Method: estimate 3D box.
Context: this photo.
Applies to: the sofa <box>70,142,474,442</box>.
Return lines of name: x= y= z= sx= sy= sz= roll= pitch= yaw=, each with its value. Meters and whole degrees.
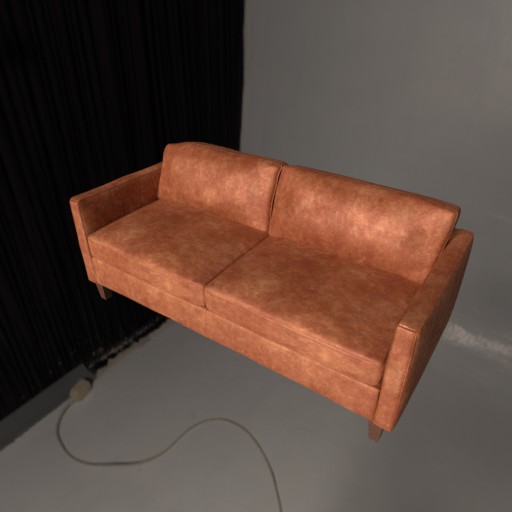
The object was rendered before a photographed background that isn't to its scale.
sofa: x=0.000 y=0.000 z=2.417 sx=1.971 sy=0.863 sz=0.923 roll=20 pitch=37 yaw=29
